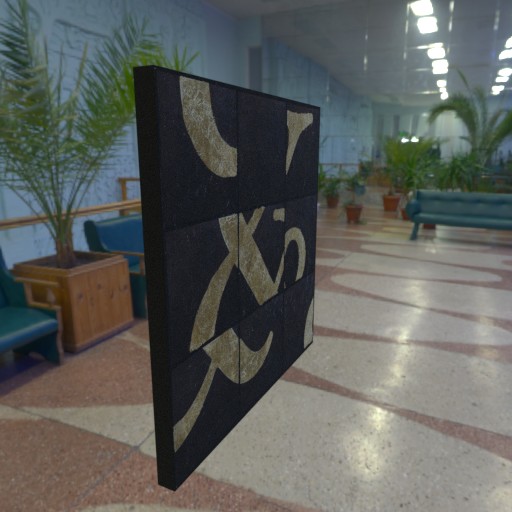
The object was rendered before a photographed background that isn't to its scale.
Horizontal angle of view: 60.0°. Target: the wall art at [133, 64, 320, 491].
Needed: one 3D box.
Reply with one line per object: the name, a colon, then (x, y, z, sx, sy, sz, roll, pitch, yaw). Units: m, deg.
wall art: (0.000, 0.000, 1.093, 0.044, 0.758, 0.758, 7, 15, 26)
